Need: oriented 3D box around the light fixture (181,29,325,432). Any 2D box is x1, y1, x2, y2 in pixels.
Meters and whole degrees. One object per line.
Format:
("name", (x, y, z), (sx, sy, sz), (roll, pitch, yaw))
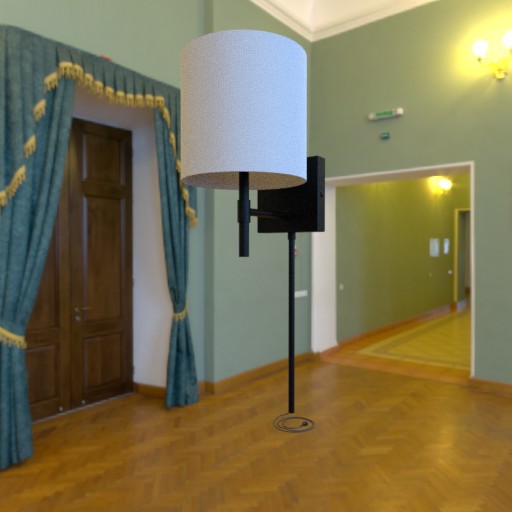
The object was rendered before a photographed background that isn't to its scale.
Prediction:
("light fixture", (0.000, 0.000, 0.695), (0.188, 0.589, 0.248), (1, 1, 37))
